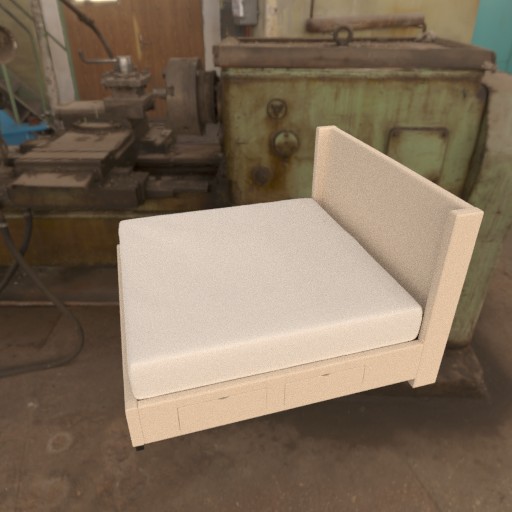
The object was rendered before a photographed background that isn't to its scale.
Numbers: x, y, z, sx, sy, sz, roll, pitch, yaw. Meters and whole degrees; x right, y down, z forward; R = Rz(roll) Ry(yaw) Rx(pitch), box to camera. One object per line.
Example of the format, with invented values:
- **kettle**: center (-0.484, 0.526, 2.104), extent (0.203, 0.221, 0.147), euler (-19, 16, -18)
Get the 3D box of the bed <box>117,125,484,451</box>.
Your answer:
- **bed**: center (0.000, 0.000, 3.675), extent (2.293, 1.471, 2.145), euler (-9, 32, -14)
